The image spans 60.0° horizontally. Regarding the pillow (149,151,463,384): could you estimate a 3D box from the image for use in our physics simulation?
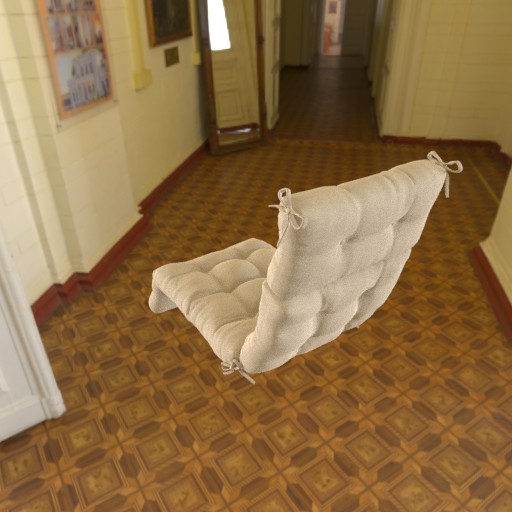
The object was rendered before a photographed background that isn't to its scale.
[{"bbox_3d":[0.000,0.000,1.492,0.526,0.863,1.016,-19,35,-29],"label":"pillow"}]
